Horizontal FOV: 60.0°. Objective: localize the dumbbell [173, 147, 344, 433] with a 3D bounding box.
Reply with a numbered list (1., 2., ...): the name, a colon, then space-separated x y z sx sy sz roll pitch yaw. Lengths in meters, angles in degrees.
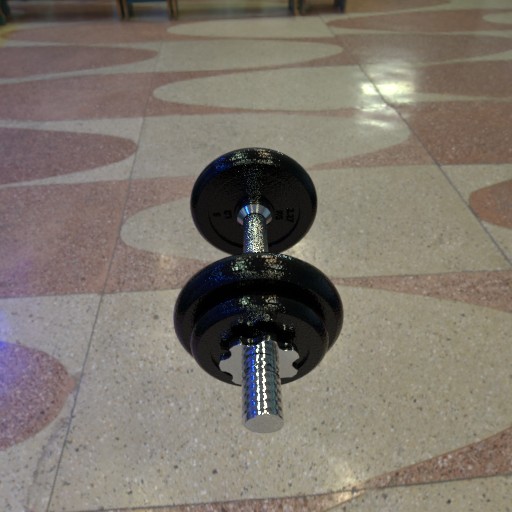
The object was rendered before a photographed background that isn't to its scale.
1. dumbbell: 0.000 0.000 0.617 0.202 0.202 0.497 -1 41 -1
